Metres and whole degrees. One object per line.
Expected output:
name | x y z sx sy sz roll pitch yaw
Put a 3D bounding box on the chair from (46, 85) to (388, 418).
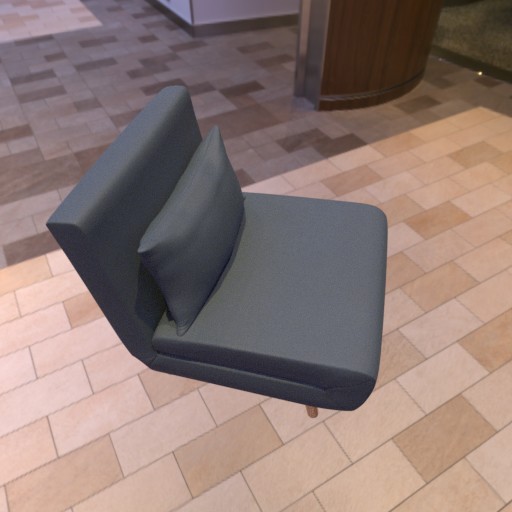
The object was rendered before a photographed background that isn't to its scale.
chair | 0.000 0.000 1.529 0.900 0.808 0.770 10 47 10
